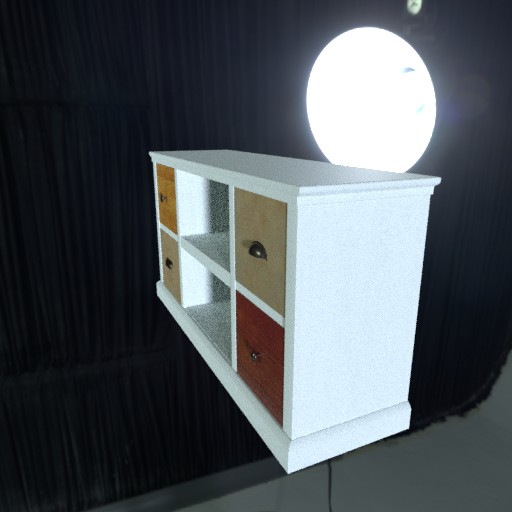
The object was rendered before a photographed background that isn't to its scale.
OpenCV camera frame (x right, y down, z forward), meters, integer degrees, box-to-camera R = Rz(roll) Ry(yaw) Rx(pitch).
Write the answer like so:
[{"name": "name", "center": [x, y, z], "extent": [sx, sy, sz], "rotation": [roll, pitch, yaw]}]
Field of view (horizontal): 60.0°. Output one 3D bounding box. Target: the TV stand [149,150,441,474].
[{"name": "TV stand", "center": [0.000, 0.000, 1.471], "extent": [0.424, 0.624, 1.187], "rotation": [-8, 18, -25]}]
